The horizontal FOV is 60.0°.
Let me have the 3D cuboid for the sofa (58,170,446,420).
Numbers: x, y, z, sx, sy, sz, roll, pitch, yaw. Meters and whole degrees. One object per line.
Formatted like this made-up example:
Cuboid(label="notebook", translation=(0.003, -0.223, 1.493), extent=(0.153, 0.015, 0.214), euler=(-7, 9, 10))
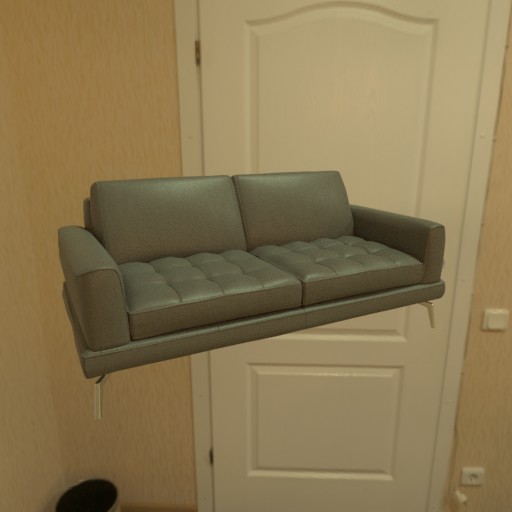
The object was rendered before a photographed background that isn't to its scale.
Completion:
Cuboid(label="sofa", translation=(0.000, 0.000, 2.708), extent=(2.177, 0.930, 1.121), euler=(-8, 17, -26))
